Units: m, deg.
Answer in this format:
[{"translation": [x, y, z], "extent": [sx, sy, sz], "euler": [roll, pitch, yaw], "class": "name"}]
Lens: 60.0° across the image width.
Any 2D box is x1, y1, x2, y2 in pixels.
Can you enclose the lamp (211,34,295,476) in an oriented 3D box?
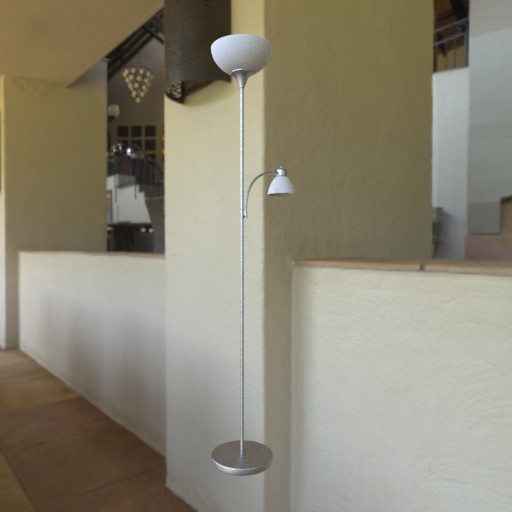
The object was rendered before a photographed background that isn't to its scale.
[{"translation": [0.000, 0.000, 1.991], "extent": [0.425, 1.804, 0.279], "euler": [-1, 1, -37], "class": "lamp"}]
